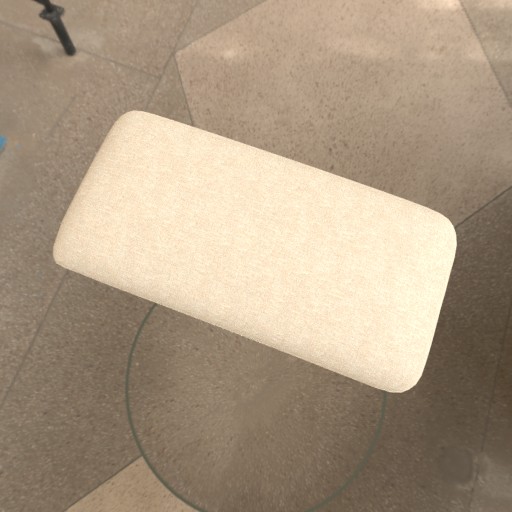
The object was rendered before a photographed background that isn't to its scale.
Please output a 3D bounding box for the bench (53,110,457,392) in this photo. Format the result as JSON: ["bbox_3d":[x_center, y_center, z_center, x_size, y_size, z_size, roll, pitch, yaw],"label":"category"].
[{"bbox_3d":[0.000,0.000,1.296,0.991,0.483,0.483,20,76,5],"label":"bench"}]
